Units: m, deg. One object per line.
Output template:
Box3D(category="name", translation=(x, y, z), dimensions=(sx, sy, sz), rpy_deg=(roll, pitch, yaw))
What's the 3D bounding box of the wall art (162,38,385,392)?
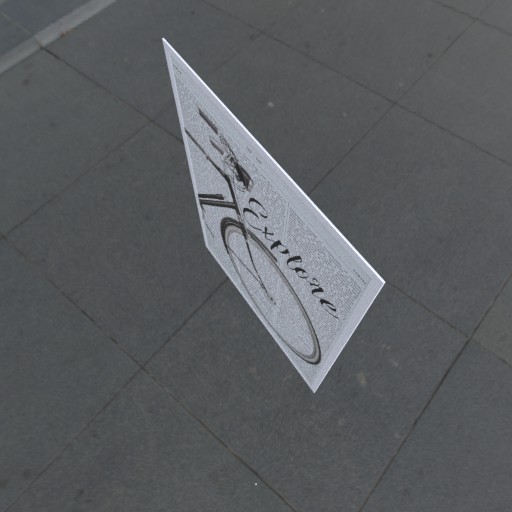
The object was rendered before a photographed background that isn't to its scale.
Box3D(category="wall art", translation=(0.000, 0.000, 0.808), dimensions=(0.003, 0.610, 0.457), rpy_deg=(-32, 67, -15))
